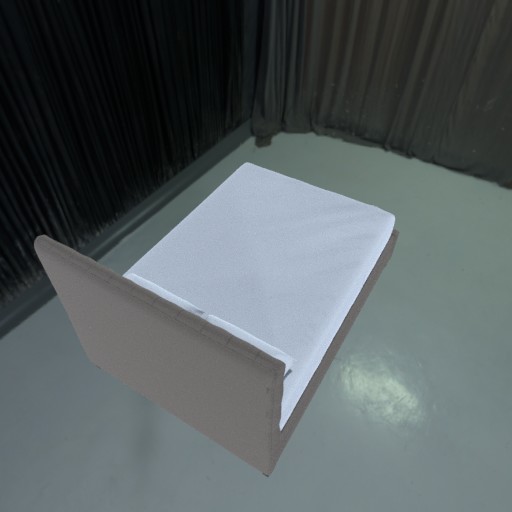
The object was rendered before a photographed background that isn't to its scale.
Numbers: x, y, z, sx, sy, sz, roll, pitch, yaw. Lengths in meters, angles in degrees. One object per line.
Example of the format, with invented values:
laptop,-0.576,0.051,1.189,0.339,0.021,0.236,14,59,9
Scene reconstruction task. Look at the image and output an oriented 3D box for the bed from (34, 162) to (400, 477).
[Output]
bed,0.000,0.000,3.505,1.698,1.427,2.387,24,51,21
